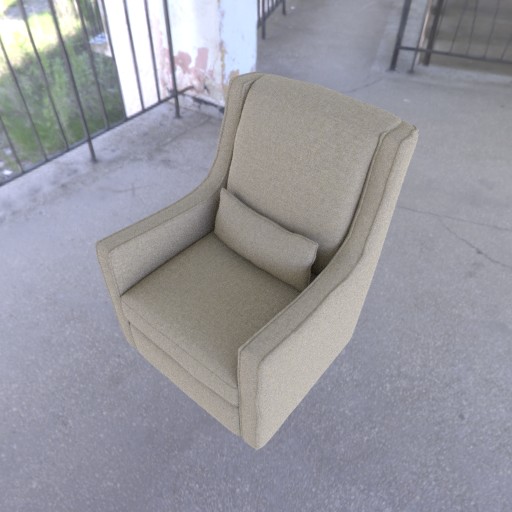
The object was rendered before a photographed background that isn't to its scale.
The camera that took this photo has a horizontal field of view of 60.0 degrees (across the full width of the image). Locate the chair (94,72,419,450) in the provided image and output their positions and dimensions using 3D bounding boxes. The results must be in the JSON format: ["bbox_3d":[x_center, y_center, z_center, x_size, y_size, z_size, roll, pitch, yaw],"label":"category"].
[{"bbox_3d":[0.000,0.000,1.622,0.732,0.993,0.879,31,53,27],"label":"chair"}]
